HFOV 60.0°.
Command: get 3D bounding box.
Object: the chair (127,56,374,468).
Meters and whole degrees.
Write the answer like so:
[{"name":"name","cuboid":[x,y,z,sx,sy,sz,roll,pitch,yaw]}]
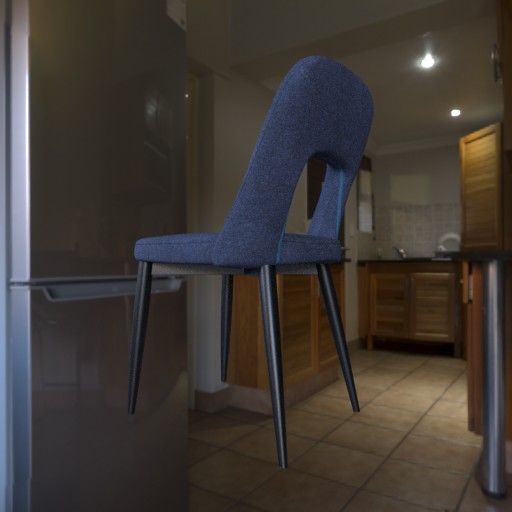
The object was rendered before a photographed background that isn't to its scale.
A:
[{"name":"chair","cuboid":[0.000,0.000,1.277,0.612,0.931,0.470,0,0,36]}]
